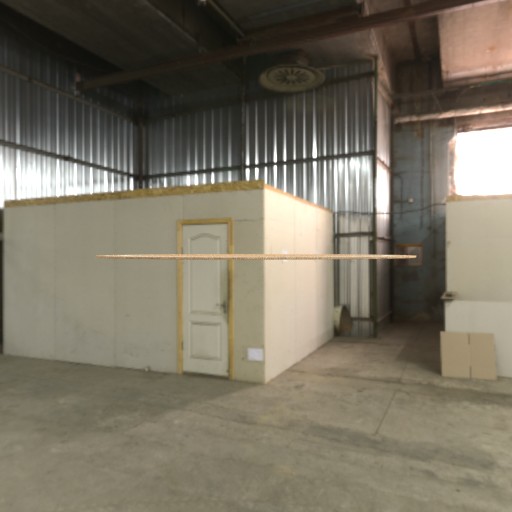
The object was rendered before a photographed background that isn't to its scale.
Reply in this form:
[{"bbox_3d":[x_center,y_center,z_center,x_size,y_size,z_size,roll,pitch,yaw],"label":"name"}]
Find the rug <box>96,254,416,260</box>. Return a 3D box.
[{"bbox_3d":[0.000,0.000,3.598,2.444,0.015,2.444,0,1,0],"label":"rug"}]
